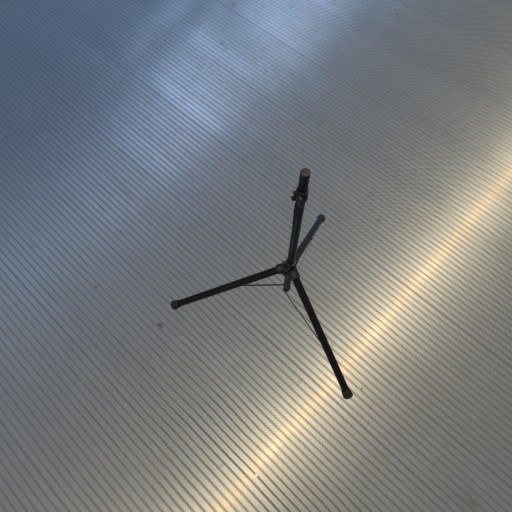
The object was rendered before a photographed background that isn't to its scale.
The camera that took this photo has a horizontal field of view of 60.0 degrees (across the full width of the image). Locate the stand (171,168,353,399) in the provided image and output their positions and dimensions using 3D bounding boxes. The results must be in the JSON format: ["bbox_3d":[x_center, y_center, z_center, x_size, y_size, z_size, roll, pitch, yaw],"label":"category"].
[{"bbox_3d":[0.000,0.000,1.884,0.907,1.136,1.045,-2,64,-1],"label":"stand"}]
